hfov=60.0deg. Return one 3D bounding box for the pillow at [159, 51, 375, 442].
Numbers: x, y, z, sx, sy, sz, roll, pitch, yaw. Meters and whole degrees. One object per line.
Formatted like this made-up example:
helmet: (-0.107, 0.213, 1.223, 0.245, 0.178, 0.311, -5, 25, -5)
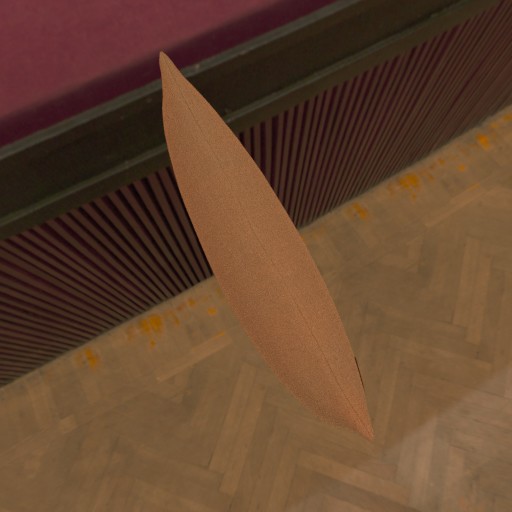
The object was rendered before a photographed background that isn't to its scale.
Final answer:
pillow: (0.000, 0.000, 0.722, 0.148, 0.308, 0.612, -26, 76, -7)
